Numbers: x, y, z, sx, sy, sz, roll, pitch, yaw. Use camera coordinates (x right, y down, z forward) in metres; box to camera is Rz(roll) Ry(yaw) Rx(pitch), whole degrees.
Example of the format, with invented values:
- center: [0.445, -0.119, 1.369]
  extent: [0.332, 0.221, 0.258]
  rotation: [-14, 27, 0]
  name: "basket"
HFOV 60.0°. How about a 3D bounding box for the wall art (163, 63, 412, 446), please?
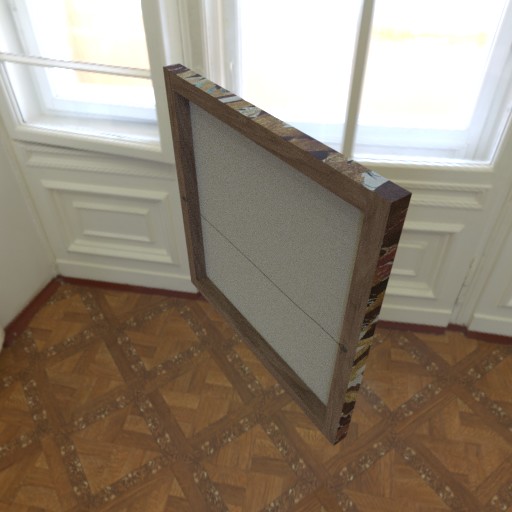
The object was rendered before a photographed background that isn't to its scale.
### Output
- center: [0.000, 0.000, 0.927]
  extent: [0.041, 0.613, 0.609]
  rotation: [-25, 47, -26]
  name: "wall art"
